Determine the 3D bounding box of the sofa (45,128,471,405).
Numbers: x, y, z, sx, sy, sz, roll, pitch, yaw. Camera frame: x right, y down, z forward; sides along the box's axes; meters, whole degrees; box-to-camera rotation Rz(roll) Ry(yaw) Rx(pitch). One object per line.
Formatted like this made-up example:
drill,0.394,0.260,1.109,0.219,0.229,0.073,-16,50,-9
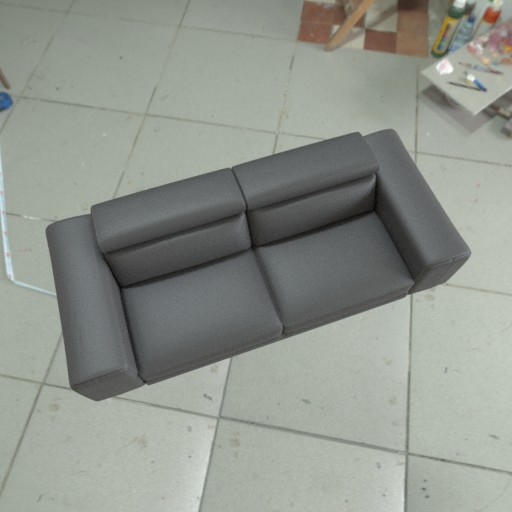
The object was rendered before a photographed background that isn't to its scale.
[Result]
sofa,0.000,0.000,2.756,2.321,0.759,1.023,-17,65,-8
